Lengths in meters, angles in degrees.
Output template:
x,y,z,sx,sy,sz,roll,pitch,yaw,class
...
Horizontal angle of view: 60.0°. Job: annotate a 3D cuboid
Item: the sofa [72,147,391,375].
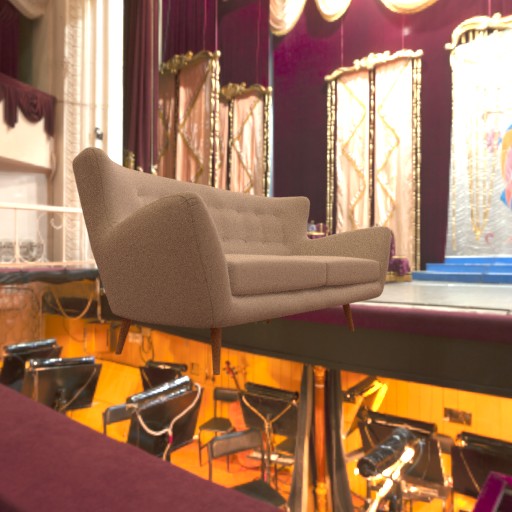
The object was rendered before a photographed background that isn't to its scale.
x,y,z,sx,sy,sz,roll,pitch,yaw,class
0.000,0.000,2.427,0.899,0.890,1.930,0,-1,36,sofa
